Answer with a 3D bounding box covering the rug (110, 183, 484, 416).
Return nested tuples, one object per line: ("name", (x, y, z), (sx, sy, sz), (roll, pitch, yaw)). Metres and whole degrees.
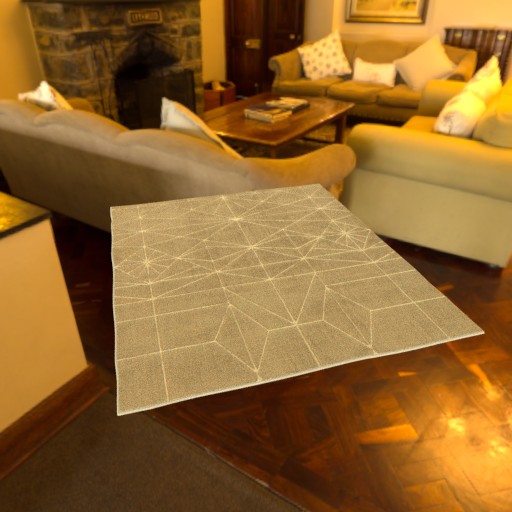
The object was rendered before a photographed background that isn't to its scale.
("rug", (0.000, 0.000, 0.878), (0.548, 0.006, 0.639), (-9, 32, -14))
